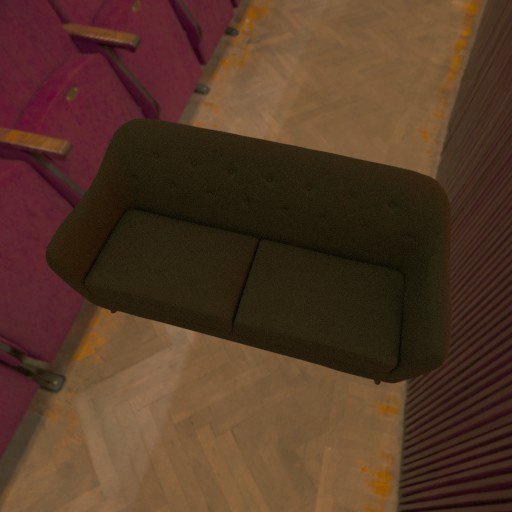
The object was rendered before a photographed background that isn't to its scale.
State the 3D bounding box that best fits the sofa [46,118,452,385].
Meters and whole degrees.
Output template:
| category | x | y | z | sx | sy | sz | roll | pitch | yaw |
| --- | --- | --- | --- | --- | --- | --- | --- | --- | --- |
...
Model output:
| category | x | y | z | sx | sy | sz | roll | pitch | yaw |
| --- | --- | --- | --- | --- | --- | --- | --- | --- | --- |
| sofa | 0.000 | 0.000 | 2.257 | 1.840 | 0.836 | 0.820 | 13 | 59 | 8 |
